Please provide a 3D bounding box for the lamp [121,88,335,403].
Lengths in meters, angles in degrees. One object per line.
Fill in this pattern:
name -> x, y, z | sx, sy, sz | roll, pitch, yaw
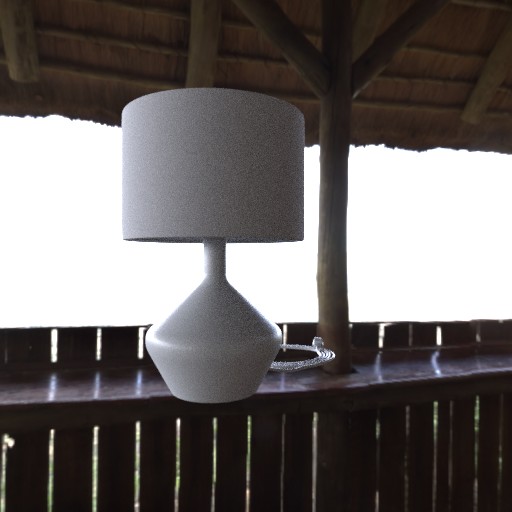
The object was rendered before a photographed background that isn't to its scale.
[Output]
lamp -> 0.000, 0.000, 0.865 | 0.546, 0.457, 0.401 | 0, 0, -36
